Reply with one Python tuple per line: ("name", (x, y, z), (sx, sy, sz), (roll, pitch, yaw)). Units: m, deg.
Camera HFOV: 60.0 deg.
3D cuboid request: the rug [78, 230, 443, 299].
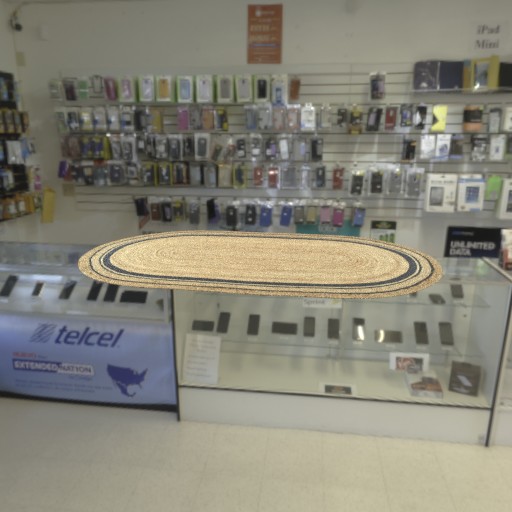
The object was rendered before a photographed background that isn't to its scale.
("rug", (0.000, 0.000, 3.084), (2.432, 0.006, 1.520), (3, 16, 9))
